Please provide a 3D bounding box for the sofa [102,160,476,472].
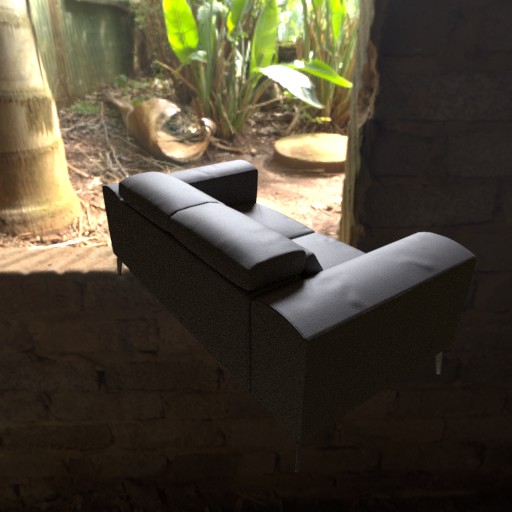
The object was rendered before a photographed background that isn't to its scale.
[{"bbox_3d":[0.000,0.000,2.403,1.003,0.779,1.895,-19,33,-32],"label":"sofa"}]
